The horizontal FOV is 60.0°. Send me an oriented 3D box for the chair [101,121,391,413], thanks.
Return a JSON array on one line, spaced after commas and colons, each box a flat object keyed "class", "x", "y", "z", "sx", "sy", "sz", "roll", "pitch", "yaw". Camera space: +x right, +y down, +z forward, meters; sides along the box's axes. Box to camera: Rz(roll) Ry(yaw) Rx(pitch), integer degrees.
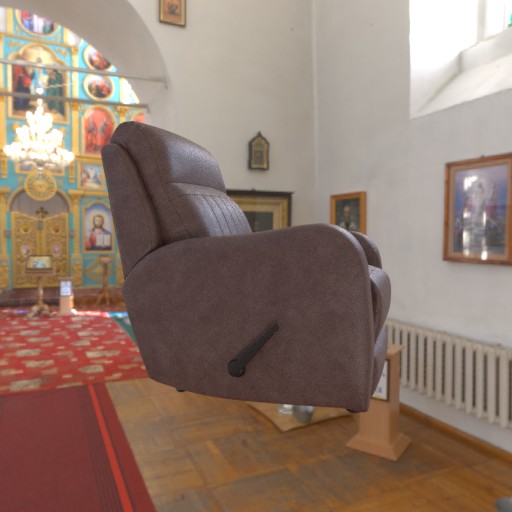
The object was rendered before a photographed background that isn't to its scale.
[{"class": "chair", "x": 0.000, "y": 0.000, "z": 1.848, "sx": 1.067, "sy": 1.067, "sz": 0.865, "roll": 0, "pitch": 1, "yaw": 19}]
